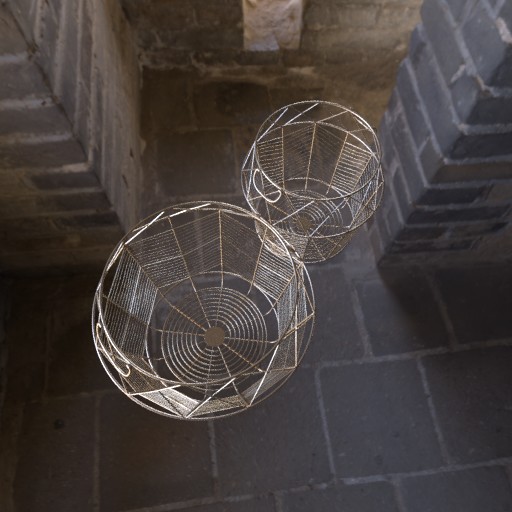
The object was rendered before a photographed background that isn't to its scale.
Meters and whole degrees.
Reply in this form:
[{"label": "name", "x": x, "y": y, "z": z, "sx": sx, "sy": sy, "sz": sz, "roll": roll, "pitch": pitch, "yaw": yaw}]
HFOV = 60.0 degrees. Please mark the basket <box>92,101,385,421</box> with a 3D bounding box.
[{"label": "basket", "x": 0.000, "y": 0.000, "z": 1.030, "sx": 0.451, "sy": 0.343, "sz": 0.805, "roll": 33, "pitch": 68, "yaw": 15}]
